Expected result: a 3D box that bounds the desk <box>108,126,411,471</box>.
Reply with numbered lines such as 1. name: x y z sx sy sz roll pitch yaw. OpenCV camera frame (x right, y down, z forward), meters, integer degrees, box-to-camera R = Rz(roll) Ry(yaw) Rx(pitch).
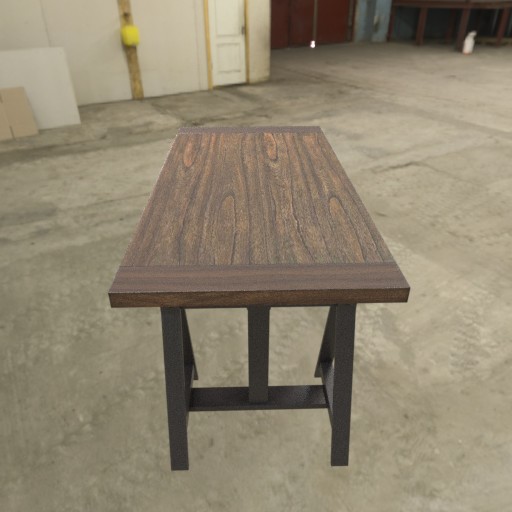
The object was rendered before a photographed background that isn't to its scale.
1. desk: 0.000 0.000 1.954 0.784 0.725 1.543 -1 31 -1
